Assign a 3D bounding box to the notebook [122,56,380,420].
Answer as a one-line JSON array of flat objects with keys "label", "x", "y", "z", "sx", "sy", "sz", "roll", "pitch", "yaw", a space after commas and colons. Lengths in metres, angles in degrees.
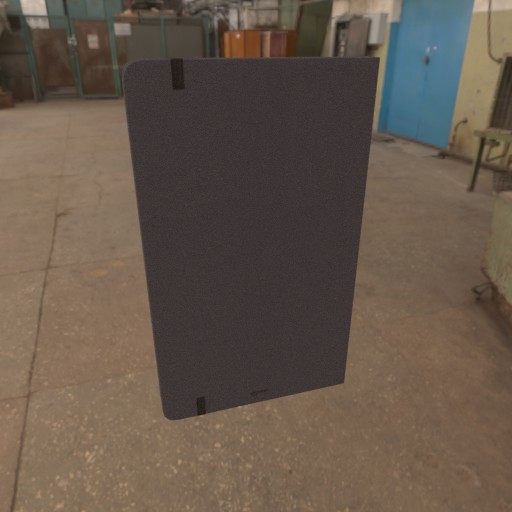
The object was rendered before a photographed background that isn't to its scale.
[{"label": "notebook", "x": 0.000, "y": 0.000, "z": 0.260, "sx": 0.127, "sy": 0.213, "sz": 0.016, "roll": -7, "pitch": 27, "yaw": -15}]
